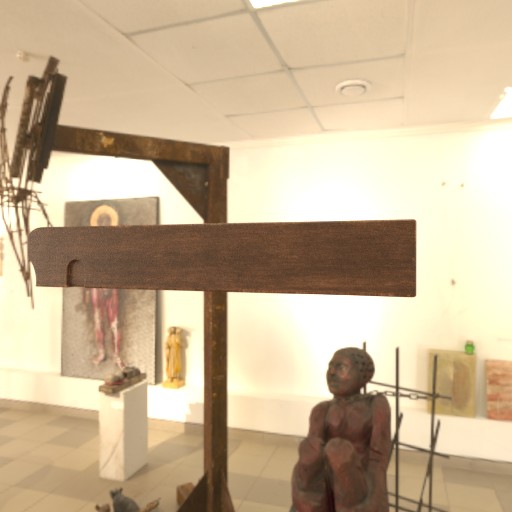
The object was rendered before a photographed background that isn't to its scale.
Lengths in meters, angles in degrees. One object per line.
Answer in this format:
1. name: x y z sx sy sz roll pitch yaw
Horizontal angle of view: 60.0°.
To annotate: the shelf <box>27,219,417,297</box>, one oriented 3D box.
1. shelf: 0.000 0.000 0.475 0.310 0.050 0.310 0 0 17
